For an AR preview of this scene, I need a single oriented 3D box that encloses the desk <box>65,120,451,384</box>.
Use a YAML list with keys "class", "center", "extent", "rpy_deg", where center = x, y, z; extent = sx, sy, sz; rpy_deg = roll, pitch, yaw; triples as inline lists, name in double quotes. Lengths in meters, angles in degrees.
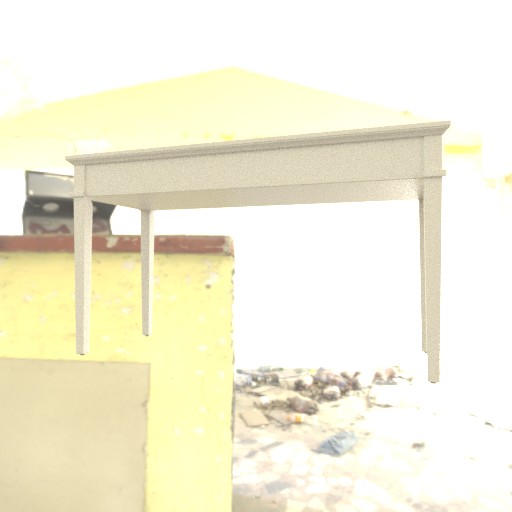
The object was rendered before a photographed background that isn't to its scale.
- class: "desk"
  center: [0.000, 0.000, 1.755]
  extent: [1.372, 0.774, 0.559]
  rpy_deg: [0, -1, 18]
